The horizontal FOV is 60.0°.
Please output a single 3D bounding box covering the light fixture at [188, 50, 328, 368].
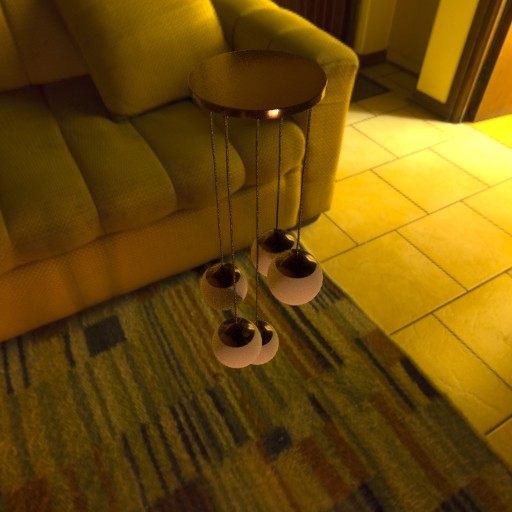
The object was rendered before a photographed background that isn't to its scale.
[{"bbox_3d":[0.000,0.000,1.552,0.489,1.271,0.484,31,53,27],"label":"light fixture"}]
